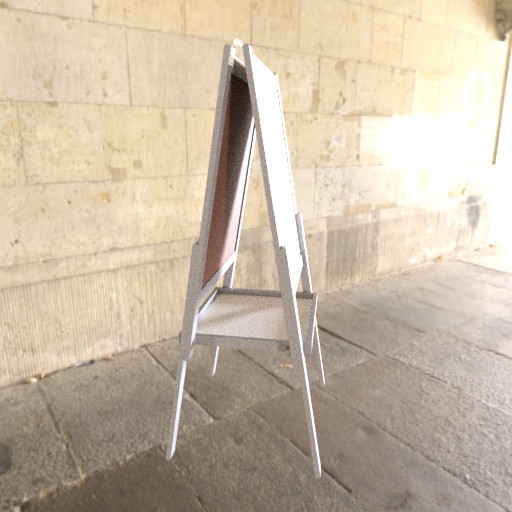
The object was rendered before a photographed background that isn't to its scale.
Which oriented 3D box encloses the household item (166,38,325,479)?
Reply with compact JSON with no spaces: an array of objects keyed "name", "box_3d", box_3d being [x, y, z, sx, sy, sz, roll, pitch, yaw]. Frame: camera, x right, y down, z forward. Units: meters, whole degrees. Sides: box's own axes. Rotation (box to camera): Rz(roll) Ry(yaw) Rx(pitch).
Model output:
[{"name":"household item","box_3d":[0.000,0.000,1.417,0.469,1.172,0.531,3,15,9]}]
